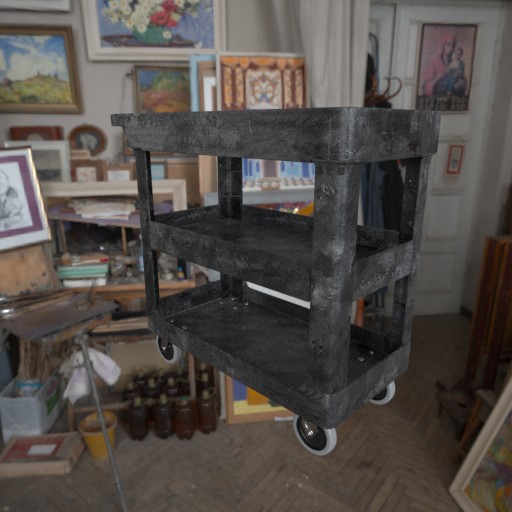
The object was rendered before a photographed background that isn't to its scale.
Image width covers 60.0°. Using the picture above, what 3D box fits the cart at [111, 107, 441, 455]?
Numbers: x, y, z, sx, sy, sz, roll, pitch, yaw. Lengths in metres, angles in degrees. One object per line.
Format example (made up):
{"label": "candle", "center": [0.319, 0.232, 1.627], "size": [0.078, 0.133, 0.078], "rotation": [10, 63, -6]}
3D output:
{"label": "cart", "center": [0.000, 0.000, 1.340], "size": [0.877, 0.824, 0.420], "rotation": [16, 23, 42]}
